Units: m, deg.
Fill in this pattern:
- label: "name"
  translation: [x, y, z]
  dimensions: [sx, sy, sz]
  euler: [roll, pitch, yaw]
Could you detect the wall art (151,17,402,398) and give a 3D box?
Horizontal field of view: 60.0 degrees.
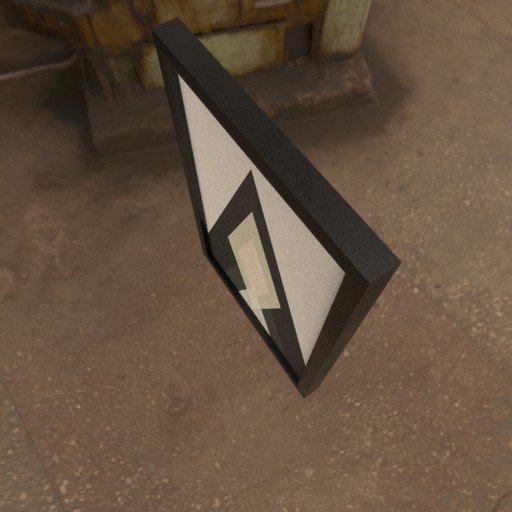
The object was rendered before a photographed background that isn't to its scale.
- label: "wall art"
  translation: [0.000, 0.000, 0.562]
  dimensions: [0.031, 0.457, 0.313]
  euler: [-31, 67, -15]
